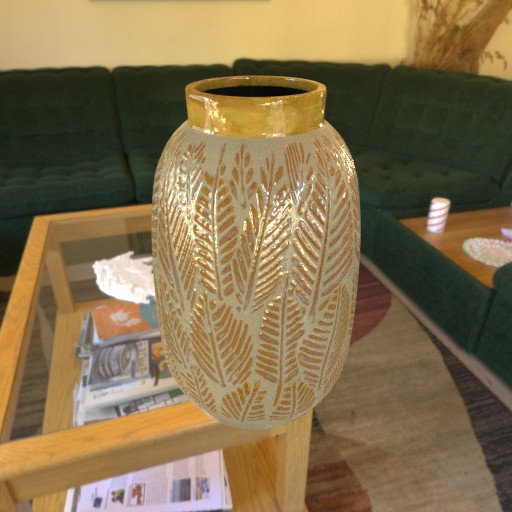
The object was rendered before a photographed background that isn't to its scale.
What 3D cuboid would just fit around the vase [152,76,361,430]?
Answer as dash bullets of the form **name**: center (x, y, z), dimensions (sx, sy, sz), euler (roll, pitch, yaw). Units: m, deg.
- **vase**: center (0.000, 0.000, 0.371), dimensions (0.172, 0.270, 0.172), euler (0, 30, 0)
